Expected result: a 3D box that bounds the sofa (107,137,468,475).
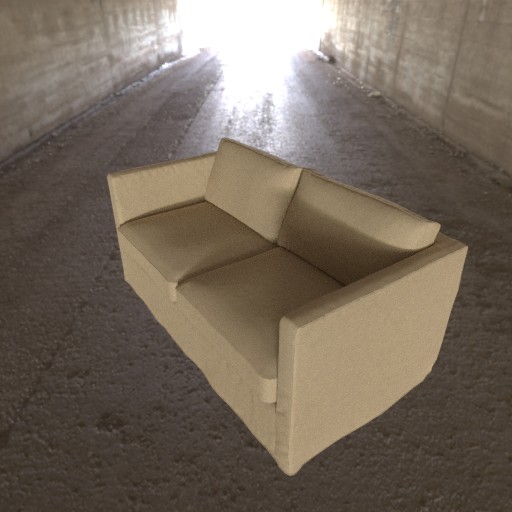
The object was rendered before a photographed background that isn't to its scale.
[{"bbox_3d":[0.000,0.000,2.305,0.962,0.835,1.719,-20,36,-30],"label":"sofa"}]
